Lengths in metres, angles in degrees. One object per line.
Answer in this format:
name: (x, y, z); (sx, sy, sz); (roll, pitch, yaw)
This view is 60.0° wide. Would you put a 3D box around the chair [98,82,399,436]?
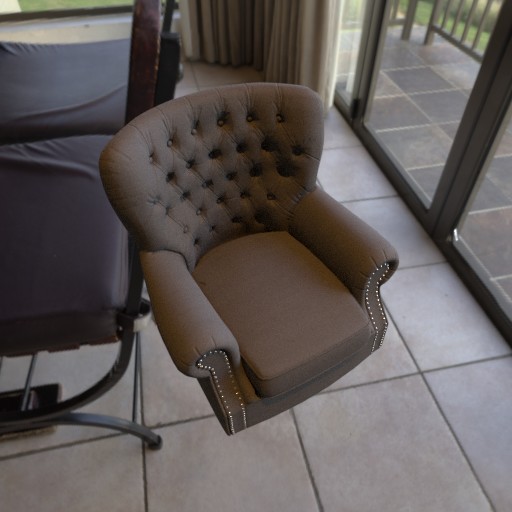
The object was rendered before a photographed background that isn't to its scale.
chair: (0.000, 0.000, 1.819); (0.983, 1.046, 0.983); (-24, 51, -21)
